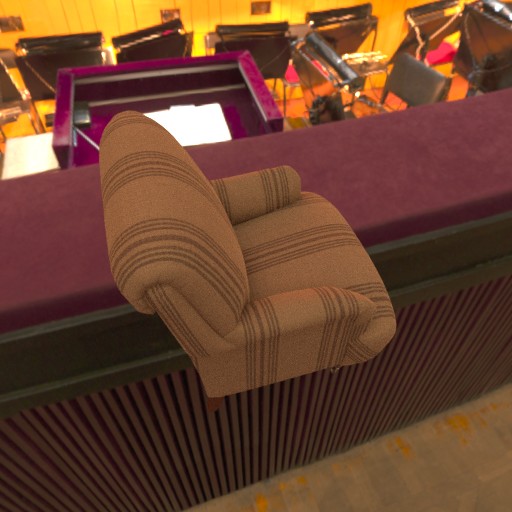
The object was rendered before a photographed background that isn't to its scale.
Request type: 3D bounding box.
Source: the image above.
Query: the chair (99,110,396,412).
[{"bbox_3d":[0.000,0.000,1.620,0.914,0.940,0.813,-12,49,-11],"label":"chair"}]
